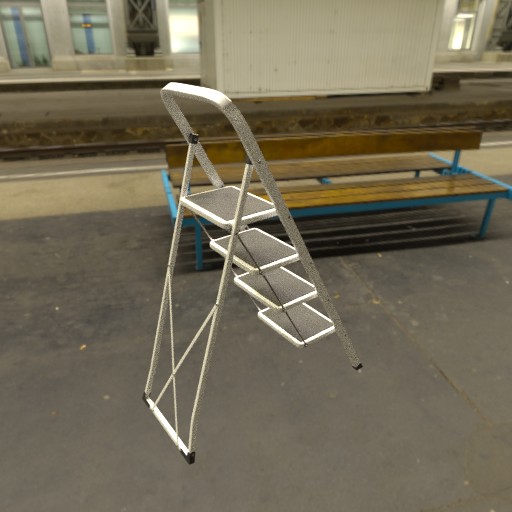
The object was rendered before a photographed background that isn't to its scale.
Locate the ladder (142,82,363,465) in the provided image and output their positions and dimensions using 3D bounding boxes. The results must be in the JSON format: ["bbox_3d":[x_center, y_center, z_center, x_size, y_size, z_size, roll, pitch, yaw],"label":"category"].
[{"bbox_3d":[0.000,0.000,1.711,0.914,1.265,0.460,-19,33,-33],"label":"ladder"}]
